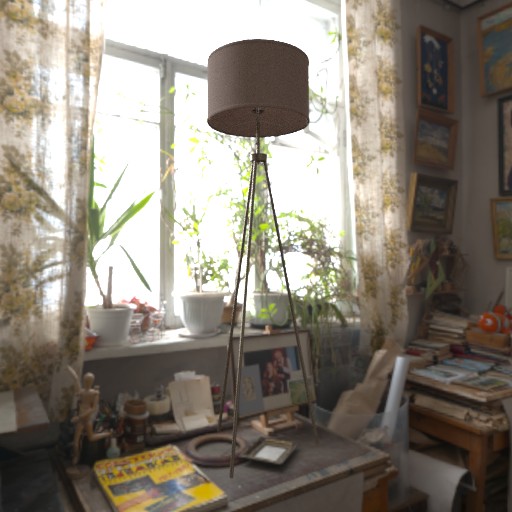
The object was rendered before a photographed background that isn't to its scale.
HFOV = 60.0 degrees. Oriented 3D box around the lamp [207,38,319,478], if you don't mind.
[{"bbox_3d":[0.000,0.000,1.751,0.449,1.545,0.460,0,0,18],"label":"lamp"}]
